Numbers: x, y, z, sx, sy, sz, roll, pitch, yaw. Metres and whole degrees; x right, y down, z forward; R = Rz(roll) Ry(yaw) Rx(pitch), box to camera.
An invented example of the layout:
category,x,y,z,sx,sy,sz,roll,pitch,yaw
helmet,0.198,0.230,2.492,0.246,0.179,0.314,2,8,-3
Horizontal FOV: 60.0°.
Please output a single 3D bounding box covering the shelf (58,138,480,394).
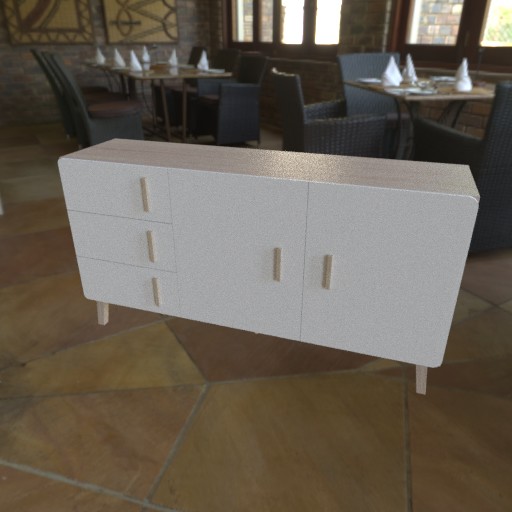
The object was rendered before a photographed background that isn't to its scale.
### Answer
category,x,y,z,sx,sy,sz,roll,pitch,yaw
shelf,0.000,0.000,1.821,1.490,0.780,0.400,8,28,16
